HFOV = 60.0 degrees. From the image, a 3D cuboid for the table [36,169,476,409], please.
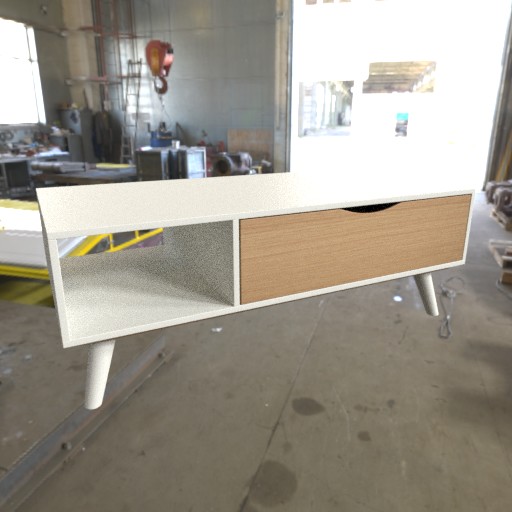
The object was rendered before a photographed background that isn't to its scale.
[{"bbox_3d":[0.000,0.000,1.413,1.194,0.432,0.609,-9,19,-26],"label":"table"}]
